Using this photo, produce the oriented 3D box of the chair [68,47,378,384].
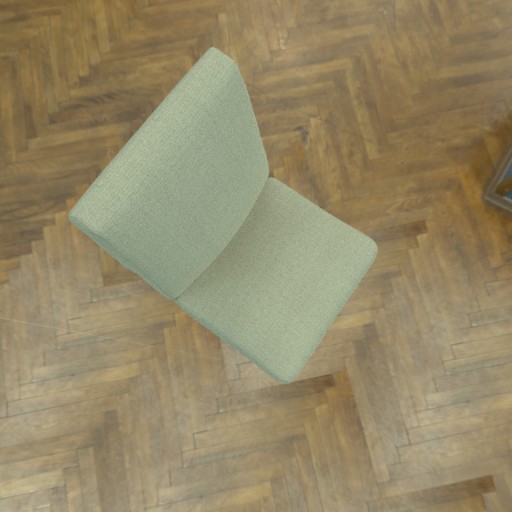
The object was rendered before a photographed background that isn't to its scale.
[{"bbox_3d":[0.000,0.000,1.291,0.586,0.911,0.507,35,79,8],"label":"chair"}]
